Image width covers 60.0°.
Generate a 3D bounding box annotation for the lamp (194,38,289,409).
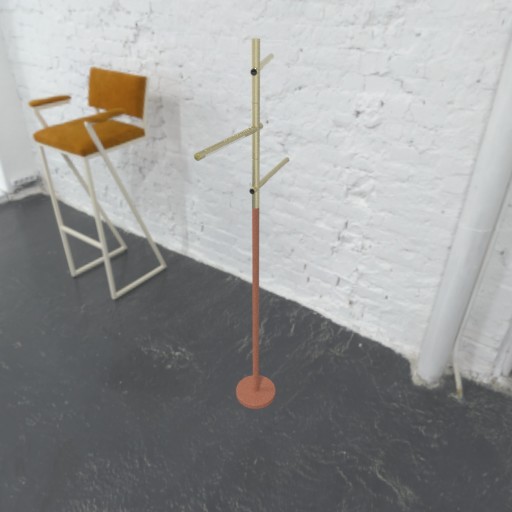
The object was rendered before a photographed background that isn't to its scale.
[{"bbox_3d":[0.000,0.000,1.928,0.209,1.704,0.737,8,32,13],"label":"lamp"}]
